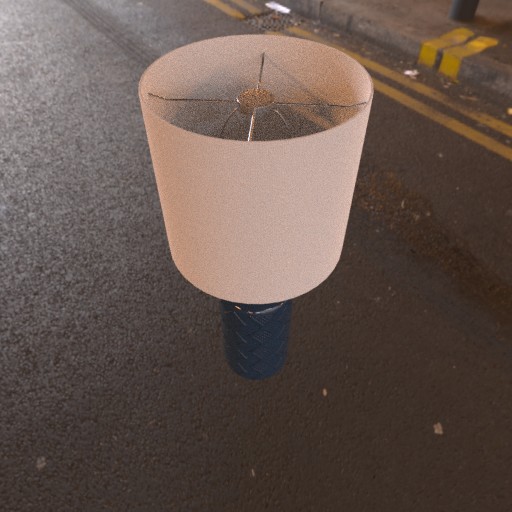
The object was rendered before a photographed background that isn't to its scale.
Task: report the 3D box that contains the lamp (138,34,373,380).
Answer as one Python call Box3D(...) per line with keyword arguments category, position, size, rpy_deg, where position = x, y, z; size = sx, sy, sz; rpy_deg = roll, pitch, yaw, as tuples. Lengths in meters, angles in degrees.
Box3D(category="lamp", position=(0.000, 0.000, 0.562), size=(0.207, 0.461, 0.207), rpy_deg=(3, 47, 3))
